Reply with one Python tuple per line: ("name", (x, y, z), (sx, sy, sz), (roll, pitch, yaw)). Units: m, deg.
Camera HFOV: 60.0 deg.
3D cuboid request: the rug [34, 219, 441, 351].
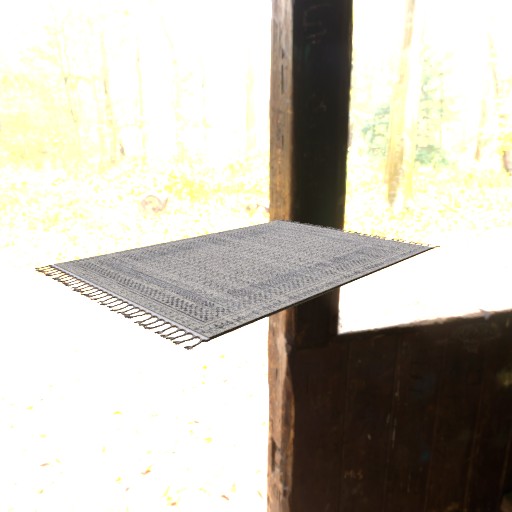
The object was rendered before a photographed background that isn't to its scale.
("rug", (0.000, 0.000, 2.379), (1.243, 0.013, 1.872), (14, 21, 42))
